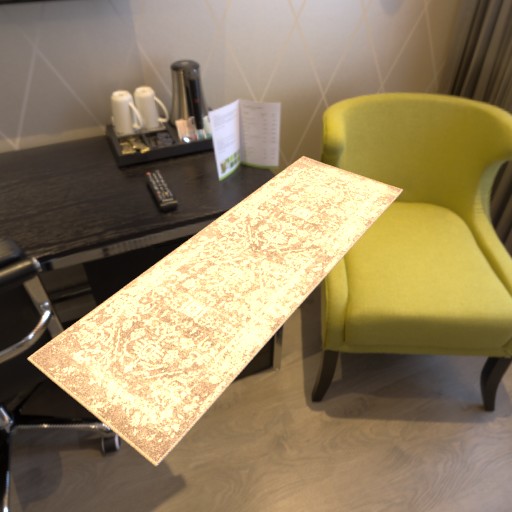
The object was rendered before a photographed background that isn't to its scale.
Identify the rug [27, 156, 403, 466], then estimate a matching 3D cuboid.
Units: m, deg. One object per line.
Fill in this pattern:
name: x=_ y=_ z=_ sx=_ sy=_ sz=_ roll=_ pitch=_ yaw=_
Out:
rug: x=0.000 y=0.000 z=2.625 sx=0.855 sy=0.017 sz=2.452 roll=25 pitch=46 yaw=27
